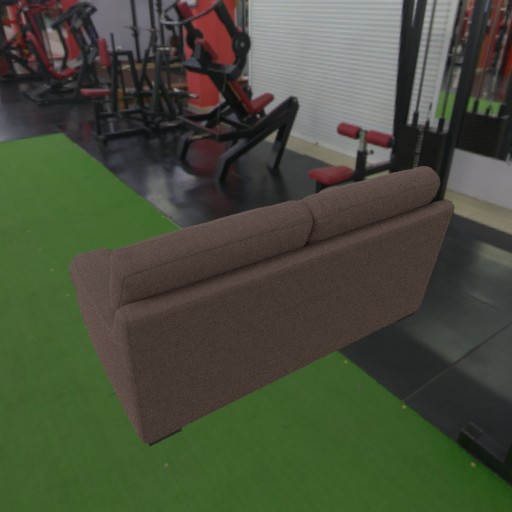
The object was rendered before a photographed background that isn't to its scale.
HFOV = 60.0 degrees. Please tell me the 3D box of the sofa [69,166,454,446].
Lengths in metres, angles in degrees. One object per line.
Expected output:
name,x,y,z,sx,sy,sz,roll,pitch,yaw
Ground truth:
sofa,0.000,0.000,2.469,1.869,0.950,1.140,-18,35,-28
